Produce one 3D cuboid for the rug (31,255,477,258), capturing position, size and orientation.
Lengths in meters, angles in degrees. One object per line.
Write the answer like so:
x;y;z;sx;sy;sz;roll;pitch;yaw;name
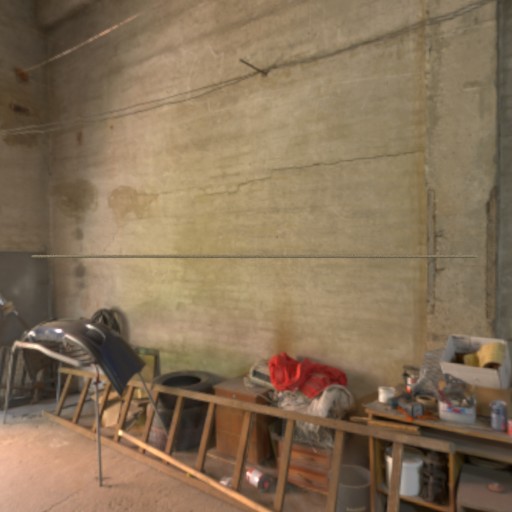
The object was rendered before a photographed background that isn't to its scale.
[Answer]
0.000;0.000;3.023;2.294;0.014;1.528;0;0;1;rug
